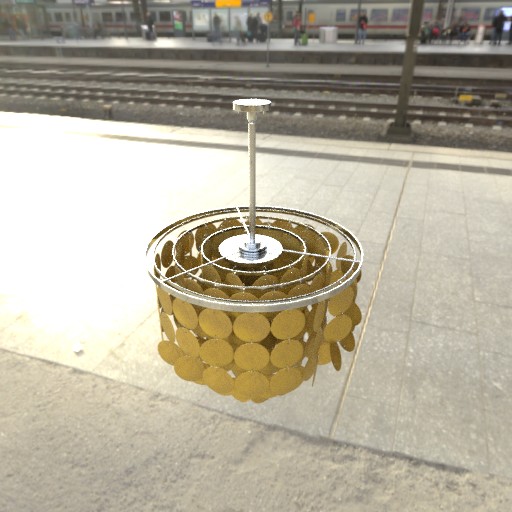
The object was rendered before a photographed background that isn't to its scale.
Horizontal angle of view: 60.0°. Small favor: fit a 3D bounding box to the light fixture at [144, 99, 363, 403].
[{"bbox_3d":[0.000,0.000,0.741,0.368,0.492,0.368,0,28,0],"label":"light fixture"}]
